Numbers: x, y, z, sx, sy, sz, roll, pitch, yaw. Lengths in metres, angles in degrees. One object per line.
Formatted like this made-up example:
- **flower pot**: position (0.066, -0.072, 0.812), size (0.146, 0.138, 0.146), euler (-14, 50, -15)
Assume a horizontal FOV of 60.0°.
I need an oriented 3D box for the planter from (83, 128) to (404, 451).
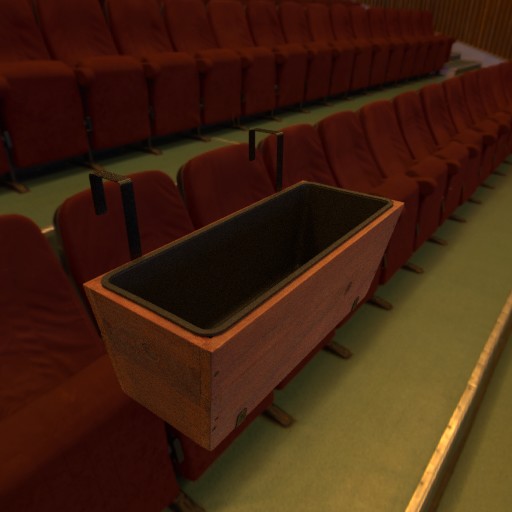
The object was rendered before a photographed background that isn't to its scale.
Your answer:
- **planter**: position (0.000, 0.000, 0.661), size (0.262, 0.289, 0.480), euler (19, 33, 32)
